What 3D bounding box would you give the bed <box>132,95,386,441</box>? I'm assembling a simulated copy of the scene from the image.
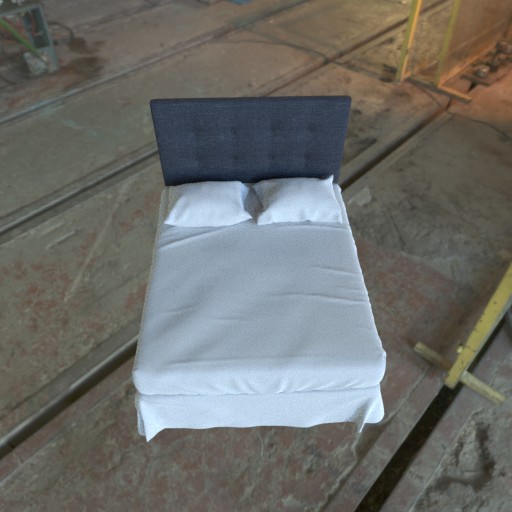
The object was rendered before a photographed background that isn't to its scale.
[{"bbox_3d":[0.000,0.000,3.456,1.936,1.577,2.222,-2,47,-1],"label":"bed"}]
